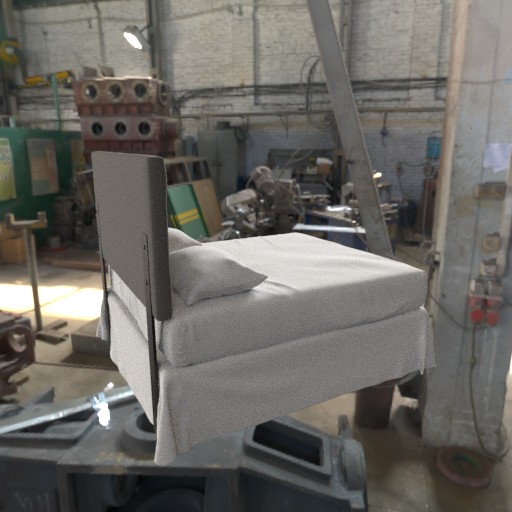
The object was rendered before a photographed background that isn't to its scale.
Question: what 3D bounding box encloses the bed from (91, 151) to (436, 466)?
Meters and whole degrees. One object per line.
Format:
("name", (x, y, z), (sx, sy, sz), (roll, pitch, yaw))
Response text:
("bed", (0.000, 0.000, 3.433), (2.222, 1.577, 1.936), (-8, 16, -28))
